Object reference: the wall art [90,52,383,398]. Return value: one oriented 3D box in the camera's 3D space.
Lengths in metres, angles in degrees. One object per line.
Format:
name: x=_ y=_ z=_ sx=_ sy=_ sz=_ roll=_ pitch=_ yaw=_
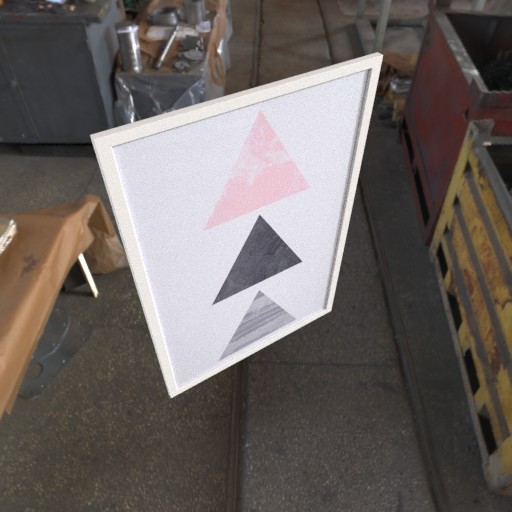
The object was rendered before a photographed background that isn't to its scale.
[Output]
wall art: x=0.000 y=0.000 z=0.841 sx=0.456 sy=0.656 sz=0.013 roll=-24 pitch=51 yaw=-22
